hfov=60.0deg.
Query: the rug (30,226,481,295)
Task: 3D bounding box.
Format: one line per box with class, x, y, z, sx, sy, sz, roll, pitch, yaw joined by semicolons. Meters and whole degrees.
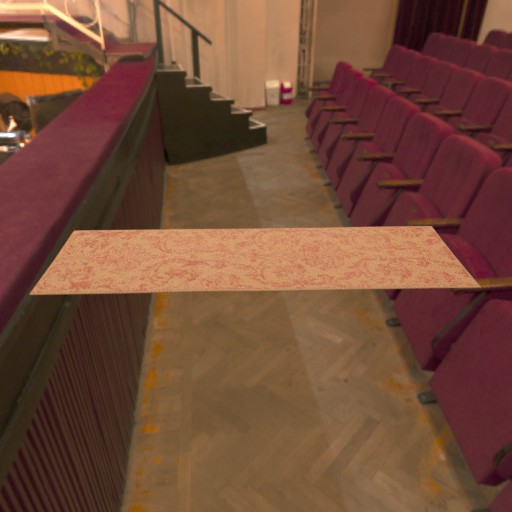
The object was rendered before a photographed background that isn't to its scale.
rug;0.000;0.000;2.437;2.196;0.011;0.662;-1;31;-1
